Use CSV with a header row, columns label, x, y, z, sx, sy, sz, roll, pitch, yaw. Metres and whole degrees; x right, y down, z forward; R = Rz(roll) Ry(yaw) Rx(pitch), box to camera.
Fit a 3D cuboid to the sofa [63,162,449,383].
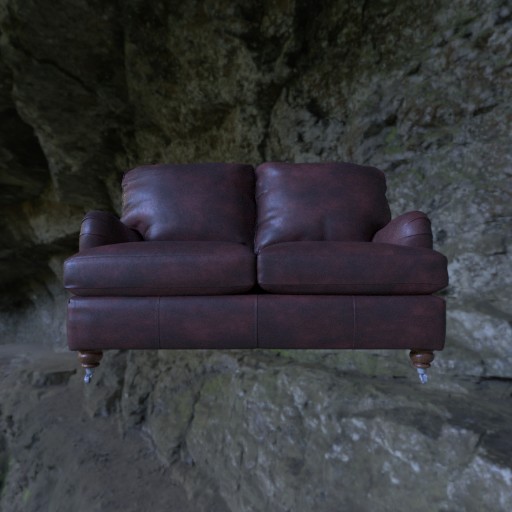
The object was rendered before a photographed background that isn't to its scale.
label,x,y,z,sx,sy,sz,roll,pitch,yaw
sofa,0.000,0.000,2.364,1.628,1.070,1.148,0,0,0
